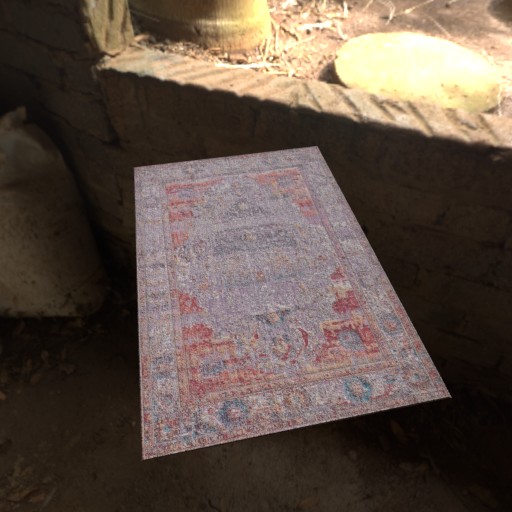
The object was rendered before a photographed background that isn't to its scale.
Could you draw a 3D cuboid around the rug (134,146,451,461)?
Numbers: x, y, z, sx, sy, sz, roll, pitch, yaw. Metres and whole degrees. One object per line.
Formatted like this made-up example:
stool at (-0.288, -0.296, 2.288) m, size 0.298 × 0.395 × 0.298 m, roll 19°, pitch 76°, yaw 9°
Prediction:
rug at (0.000, 0.000, 2.299) m, size 1.219 × 0.005 × 1.829 m, roll -8°, pitch 47°, yaw -8°
